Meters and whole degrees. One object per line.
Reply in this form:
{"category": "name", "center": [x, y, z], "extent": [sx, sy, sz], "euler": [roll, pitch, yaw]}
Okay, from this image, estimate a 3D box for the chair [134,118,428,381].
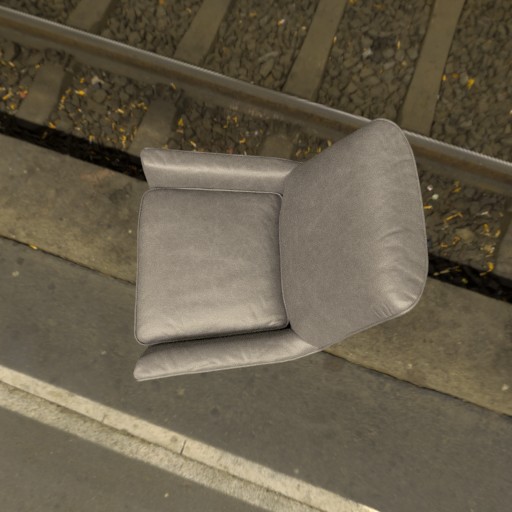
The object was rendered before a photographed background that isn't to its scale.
{"category": "chair", "center": [0.000, 0.000, 1.492], "extent": [0.822, 0.888, 0.787], "euler": [-2, 76, 0]}
